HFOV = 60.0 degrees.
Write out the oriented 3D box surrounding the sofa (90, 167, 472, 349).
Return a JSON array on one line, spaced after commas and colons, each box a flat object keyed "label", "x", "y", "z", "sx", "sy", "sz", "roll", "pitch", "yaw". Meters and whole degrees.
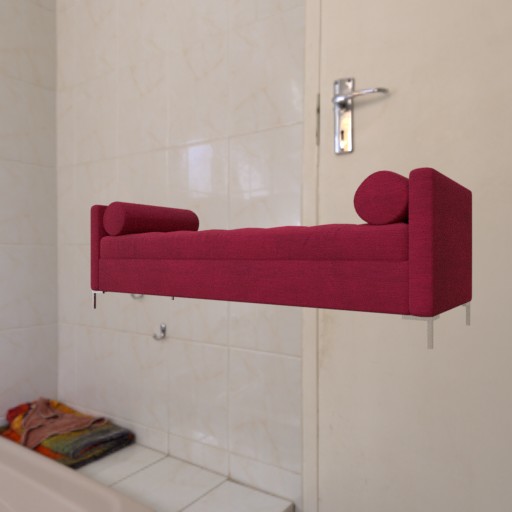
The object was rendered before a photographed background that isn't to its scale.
[{"label": "sofa", "x": 0.000, "y": 0.000, "z": 2.353, "sx": 1.981, "sy": 0.635, "sz": 0.686, "roll": 0, "pitch": 0, "yaw": 36}]
